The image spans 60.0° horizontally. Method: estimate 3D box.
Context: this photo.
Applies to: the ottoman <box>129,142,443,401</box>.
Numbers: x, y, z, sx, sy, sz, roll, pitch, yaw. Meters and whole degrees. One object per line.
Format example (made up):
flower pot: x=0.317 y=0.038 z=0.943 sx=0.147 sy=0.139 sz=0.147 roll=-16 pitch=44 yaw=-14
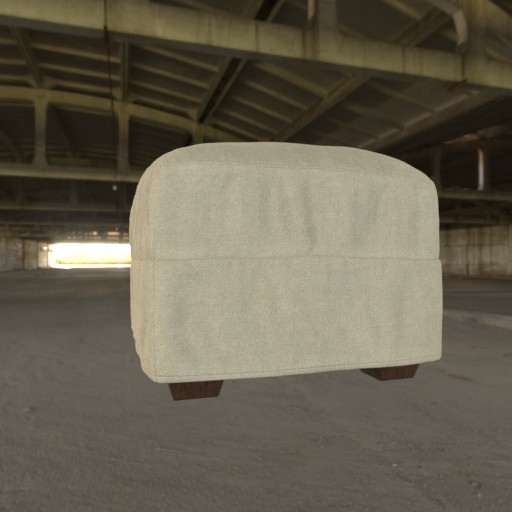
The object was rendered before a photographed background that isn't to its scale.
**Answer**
ottoman: x=0.000 y=0.000 z=1.077 sx=0.584 sy=0.480 sz=0.712 roll=0 pitch=0 yaw=-17
